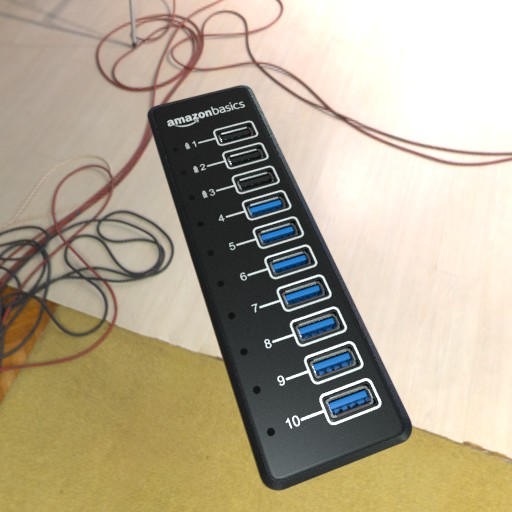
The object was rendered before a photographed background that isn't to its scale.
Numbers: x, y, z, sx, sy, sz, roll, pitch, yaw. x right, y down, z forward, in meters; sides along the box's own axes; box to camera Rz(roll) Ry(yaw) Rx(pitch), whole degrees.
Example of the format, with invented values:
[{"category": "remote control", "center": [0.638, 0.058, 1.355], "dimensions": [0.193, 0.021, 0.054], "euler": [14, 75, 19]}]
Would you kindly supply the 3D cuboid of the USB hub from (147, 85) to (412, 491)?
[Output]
[{"category": "USB hub", "center": [0.000, 0.000, 0.159], "dimensions": [0.044, 0.023, 0.145], "euler": [-17, 64, -9]}]
